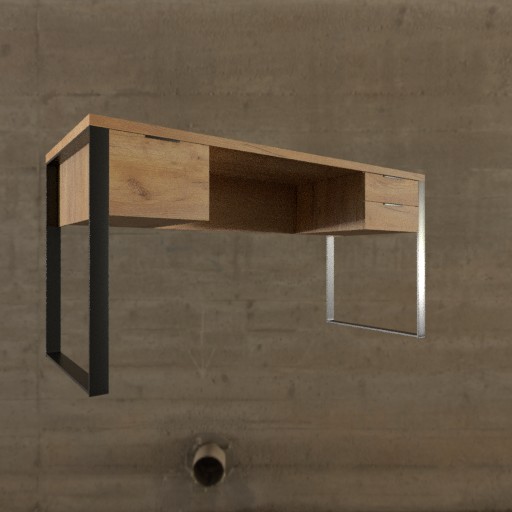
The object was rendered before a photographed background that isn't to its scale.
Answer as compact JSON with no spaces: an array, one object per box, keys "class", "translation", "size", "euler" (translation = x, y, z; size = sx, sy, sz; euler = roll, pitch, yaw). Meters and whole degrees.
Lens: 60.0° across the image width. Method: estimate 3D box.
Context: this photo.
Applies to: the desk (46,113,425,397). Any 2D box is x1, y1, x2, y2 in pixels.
[{"class":"desk","translation":[0.000,0.000,1.869],"size":[1.520,0.760,0.600],"euler":[0,0,-36]}]
